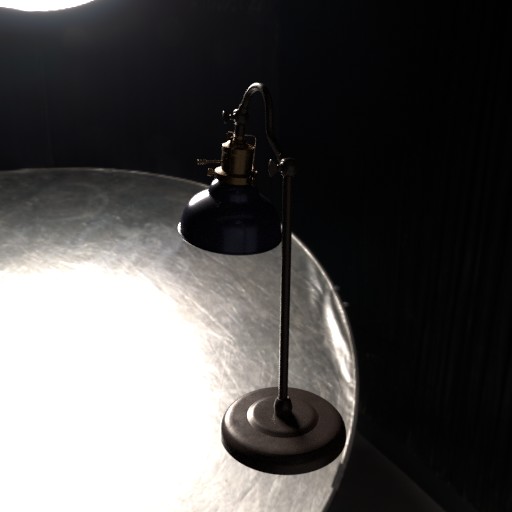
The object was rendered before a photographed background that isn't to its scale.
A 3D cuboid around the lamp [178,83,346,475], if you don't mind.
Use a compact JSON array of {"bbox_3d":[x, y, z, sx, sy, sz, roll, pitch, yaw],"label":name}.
[{"bbox_3d":[0.000,0.000,0.695,0.192,0.508,0.374,-7,16,-26],"label":"lamp"}]
